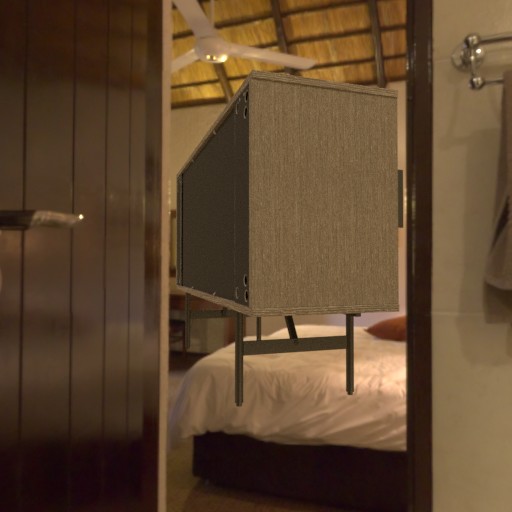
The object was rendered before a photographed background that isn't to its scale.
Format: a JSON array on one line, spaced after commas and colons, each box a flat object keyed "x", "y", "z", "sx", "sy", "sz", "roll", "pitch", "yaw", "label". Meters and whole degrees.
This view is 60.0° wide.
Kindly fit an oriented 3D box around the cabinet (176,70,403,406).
[{"x": 0.000, "y": 0.000, "z": 1.586, "sx": 0.405, "sy": 0.787, "sz": 1.194, "roll": 0, "pitch": -1, "yaw": -18, "label": "cabinet"}]
